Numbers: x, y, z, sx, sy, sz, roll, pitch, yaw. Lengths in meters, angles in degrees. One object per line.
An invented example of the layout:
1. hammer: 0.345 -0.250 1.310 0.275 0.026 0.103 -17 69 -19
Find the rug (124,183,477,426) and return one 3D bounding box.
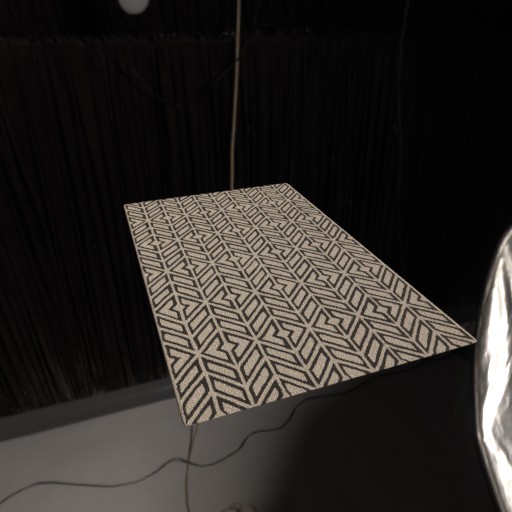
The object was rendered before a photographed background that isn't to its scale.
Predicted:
1. rug: 0.000 0.000 3.027 1.523 0.008 2.438 -10 31 -17
